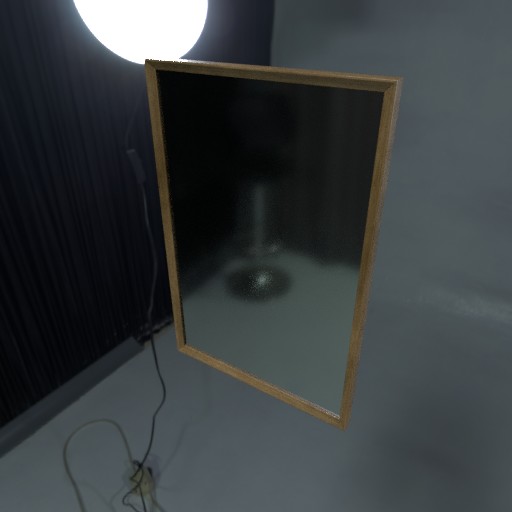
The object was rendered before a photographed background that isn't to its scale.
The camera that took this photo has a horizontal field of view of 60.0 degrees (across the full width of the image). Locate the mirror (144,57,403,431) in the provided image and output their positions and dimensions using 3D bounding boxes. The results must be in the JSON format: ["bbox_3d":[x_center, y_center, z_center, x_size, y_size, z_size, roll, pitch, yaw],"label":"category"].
[{"bbox_3d":[0.000,0.000,1.155,0.609,0.915,0.041,18,34,28],"label":"mirror"}]
